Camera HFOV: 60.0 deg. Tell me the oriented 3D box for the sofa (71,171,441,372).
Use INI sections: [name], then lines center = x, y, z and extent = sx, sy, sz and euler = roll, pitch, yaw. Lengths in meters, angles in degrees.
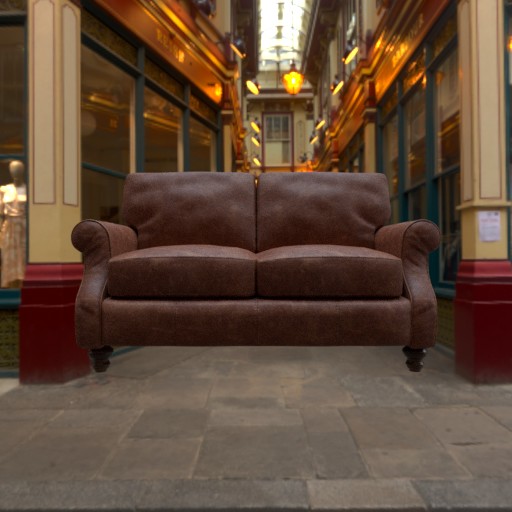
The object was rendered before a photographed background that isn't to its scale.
[sofa]
center = 0.000, 0.000, 2.244
extent = 1.616, 0.967, 0.990
euler = 0, 0, 0
